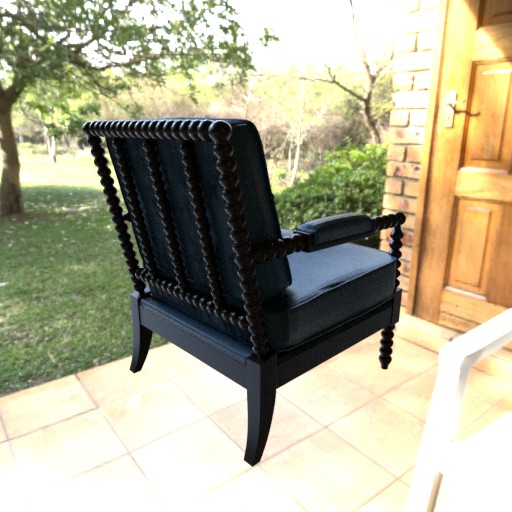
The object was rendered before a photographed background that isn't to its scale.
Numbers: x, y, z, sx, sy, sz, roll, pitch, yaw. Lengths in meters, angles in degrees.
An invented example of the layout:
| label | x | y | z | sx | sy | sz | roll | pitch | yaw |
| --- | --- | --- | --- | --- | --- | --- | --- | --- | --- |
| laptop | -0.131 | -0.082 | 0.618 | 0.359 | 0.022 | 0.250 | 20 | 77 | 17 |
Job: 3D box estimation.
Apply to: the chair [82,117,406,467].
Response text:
| label | x | y | z | sx | sy | sz | roll | pitch | yaw |
| --- | --- | --- | --- | --- | --- | --- | --- | --- | --- |
| chair | 0.000 | 0.000 | 1.443 | 0.805 | 0.857 | 0.688 | -15 | 22 | -41 |
